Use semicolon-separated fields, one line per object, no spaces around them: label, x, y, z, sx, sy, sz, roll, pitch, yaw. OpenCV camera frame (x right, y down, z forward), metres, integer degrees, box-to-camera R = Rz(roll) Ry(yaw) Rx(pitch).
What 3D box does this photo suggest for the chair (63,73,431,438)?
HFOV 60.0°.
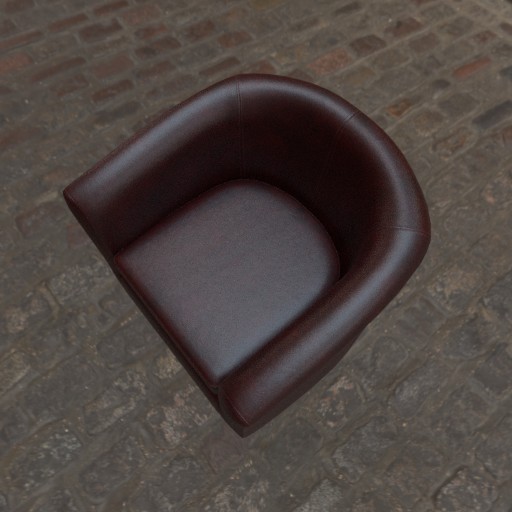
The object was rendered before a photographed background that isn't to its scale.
chair;0.000;0.000;1.356;0.727;0.756;0.792;-37;68;-17
